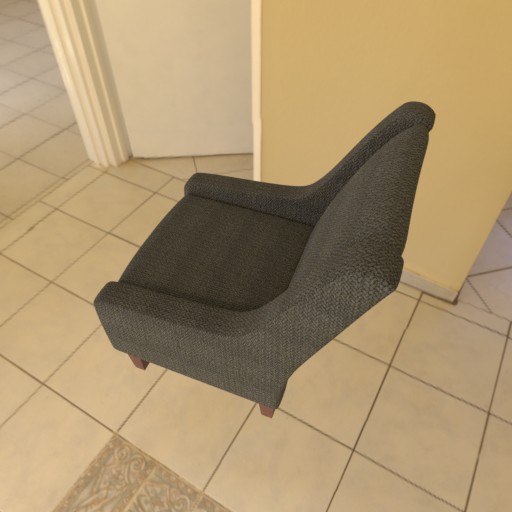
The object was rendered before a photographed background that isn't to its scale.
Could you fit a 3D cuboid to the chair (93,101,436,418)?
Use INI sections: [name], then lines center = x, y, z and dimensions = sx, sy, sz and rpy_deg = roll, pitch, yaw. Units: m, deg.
[chair]
center = 0.000, 0.000, 1.642
dimensions = 0.944, 1.012, 0.793
rpy_deg = 16, 49, 14
